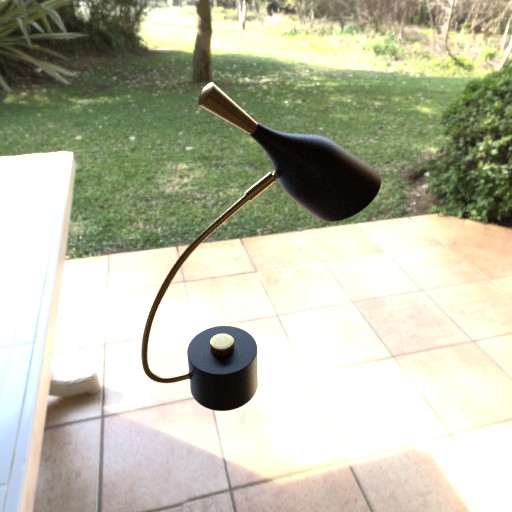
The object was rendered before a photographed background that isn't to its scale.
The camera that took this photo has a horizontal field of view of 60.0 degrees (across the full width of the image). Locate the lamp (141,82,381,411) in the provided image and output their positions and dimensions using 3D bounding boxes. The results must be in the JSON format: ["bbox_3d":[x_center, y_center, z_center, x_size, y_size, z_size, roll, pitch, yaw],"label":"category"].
[{"bbox_3d":[0.000,0.000,0.619,0.352,0.464,0.110,-11,33,-18],"label":"lamp"}]
